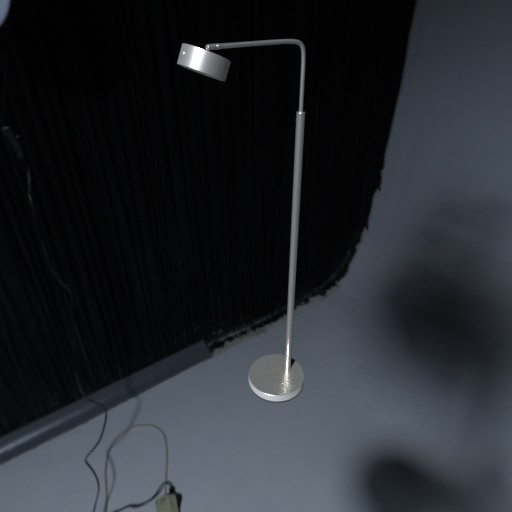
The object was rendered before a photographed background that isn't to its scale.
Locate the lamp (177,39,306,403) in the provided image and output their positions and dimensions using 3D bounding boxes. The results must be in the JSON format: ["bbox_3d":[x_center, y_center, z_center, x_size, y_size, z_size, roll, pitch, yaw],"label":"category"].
[{"bbox_3d":[0.000,0.000,1.414,0.421,1.250,0.222,-20,37,-29],"label":"lamp"}]
